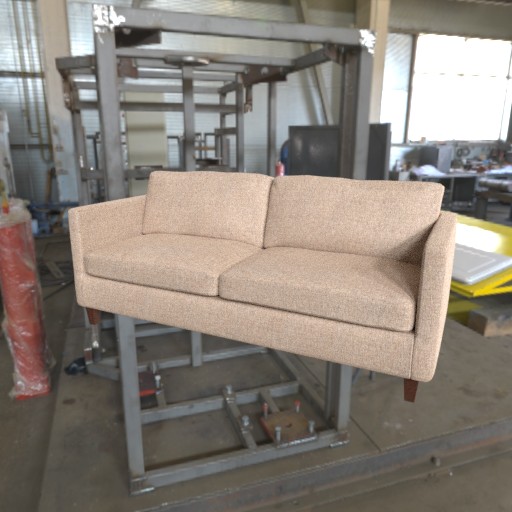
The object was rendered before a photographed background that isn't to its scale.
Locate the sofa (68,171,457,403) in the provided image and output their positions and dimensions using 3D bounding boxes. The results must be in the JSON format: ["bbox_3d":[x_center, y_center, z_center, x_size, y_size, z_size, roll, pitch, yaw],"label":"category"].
[{"bbox_3d":[0.000,0.000,2.740,2.208,0.965,0.951,7,17,25],"label":"sofa"}]
